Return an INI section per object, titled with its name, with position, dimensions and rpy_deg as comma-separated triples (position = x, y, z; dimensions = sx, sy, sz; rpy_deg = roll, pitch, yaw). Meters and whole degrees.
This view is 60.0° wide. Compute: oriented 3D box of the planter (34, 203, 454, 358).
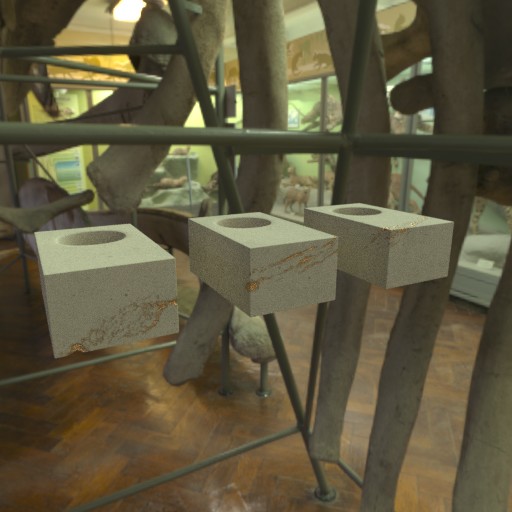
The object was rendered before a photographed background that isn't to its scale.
[planter]
position = 0.000, 0.000, 0.381
dimensions = 0.333, 0.051, 0.127
rpy_deg = -8, 17, -27
